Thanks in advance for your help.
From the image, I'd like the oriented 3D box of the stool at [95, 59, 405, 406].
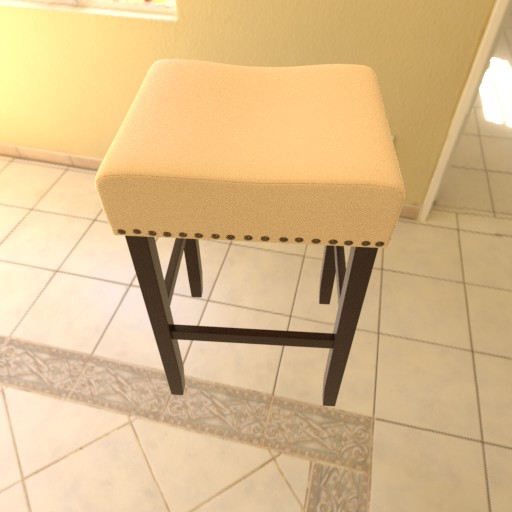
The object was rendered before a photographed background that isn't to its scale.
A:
[{"bbox_3d":[0.000,0.000,1.051,0.471,0.762,0.401,3,48,3],"label":"stool"}]
